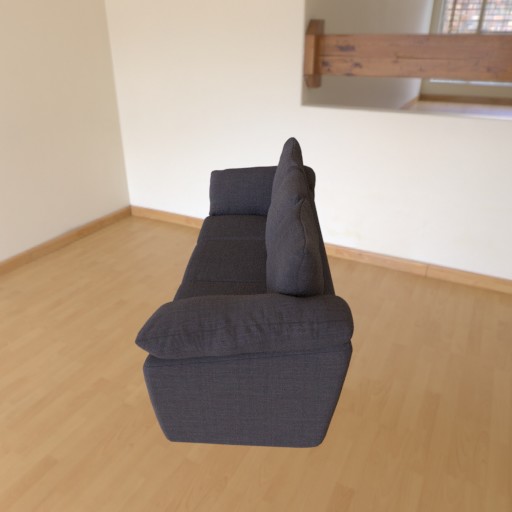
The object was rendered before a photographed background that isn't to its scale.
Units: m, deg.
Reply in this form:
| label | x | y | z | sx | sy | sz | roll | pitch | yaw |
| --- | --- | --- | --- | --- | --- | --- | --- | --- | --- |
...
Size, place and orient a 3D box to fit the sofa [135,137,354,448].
| label | x | y | z | sx | sy | sz | roll | pitch | yaw |
| --- | --- | --- | --- | --- | --- | --- | --- | --- | --- |
| sofa | 0.000 | 0.000 | 2.842 | 0.883 | 1.080 | 2.336 | 1 | 27 | 2 |
